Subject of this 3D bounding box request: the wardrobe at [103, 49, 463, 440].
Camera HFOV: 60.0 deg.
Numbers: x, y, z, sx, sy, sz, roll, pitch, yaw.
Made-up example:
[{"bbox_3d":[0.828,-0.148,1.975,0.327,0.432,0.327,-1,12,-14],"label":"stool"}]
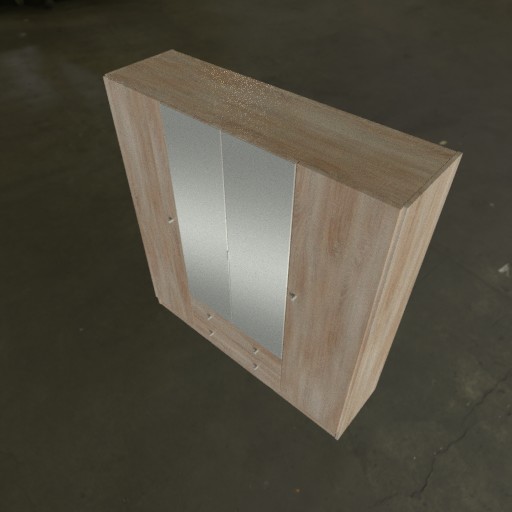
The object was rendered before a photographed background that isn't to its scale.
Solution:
[{"bbox_3d":[0.000,0.000,3.099,1.998,2.159,0.598,31,52,28],"label":"wardrobe"}]
